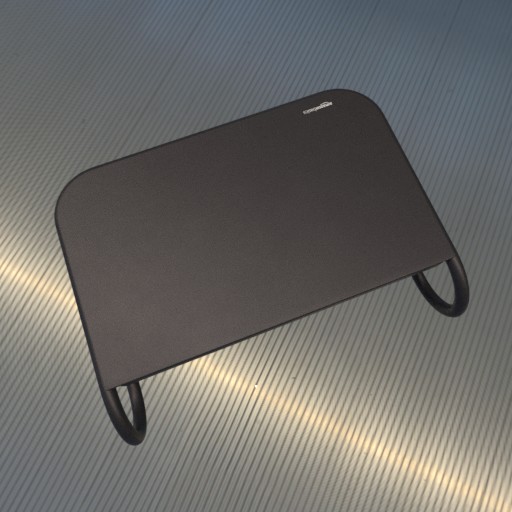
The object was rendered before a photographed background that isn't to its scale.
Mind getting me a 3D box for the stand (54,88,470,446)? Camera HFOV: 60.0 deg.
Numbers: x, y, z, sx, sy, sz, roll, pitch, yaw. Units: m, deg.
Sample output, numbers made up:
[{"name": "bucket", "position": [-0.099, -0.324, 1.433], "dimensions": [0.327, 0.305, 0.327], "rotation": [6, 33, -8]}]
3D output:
[{"name": "stand", "position": [0.000, 0.000, 0.492], "dimensions": [0.370, 0.108, 0.280], "rotation": [-20, 75, -6]}]
